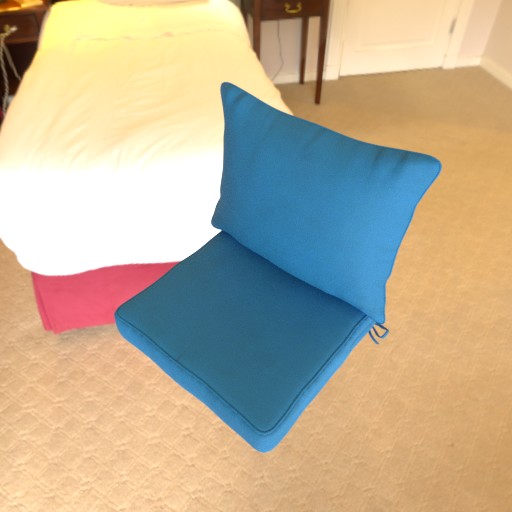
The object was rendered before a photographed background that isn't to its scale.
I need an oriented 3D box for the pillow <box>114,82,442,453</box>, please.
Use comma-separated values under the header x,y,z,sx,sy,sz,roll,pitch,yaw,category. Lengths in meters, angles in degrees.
x,y,z,sx,sy,sz,roll,pitch,yaw,category
0.000,0.000,1.386,0.798,0.725,0.733,30,52,27,pillow
